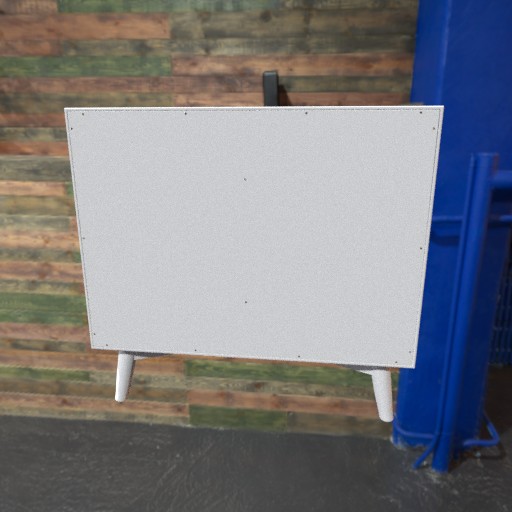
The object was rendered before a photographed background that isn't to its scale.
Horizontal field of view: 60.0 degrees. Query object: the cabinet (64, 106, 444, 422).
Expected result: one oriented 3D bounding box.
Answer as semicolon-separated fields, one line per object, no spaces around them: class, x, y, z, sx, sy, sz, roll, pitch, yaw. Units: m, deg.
cabinet;0.000;0.000;1.220;0.800;0.761;0.398;2;16;7
